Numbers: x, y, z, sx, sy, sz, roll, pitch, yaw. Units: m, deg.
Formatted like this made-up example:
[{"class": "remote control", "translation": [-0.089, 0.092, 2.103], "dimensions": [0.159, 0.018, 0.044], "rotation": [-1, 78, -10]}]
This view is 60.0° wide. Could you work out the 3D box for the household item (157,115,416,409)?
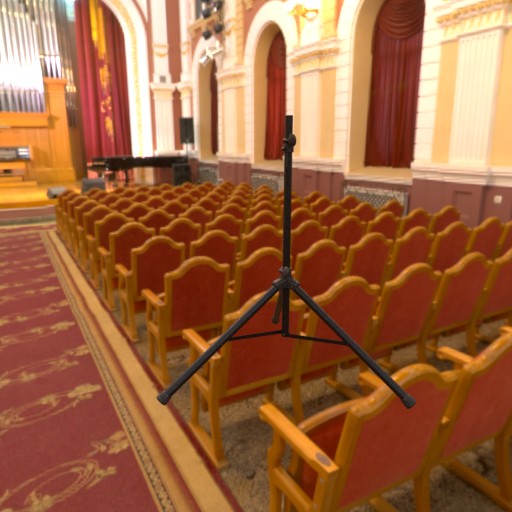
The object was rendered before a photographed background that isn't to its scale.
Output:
[{"class": "household item", "translation": [0.000, 0.000, 1.859], "dimensions": [0.907, 1.136, 1.045], "rotation": [-8, 16, -27]}]
